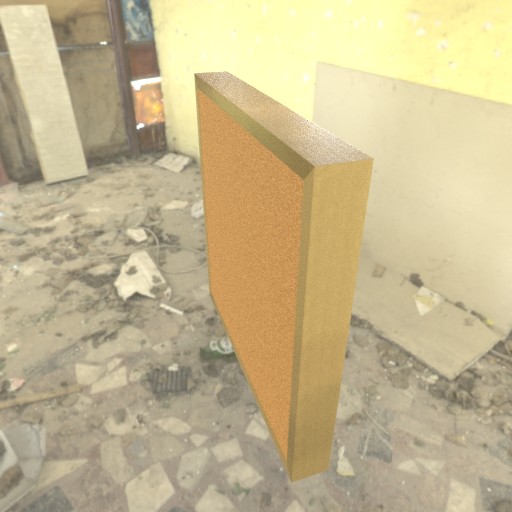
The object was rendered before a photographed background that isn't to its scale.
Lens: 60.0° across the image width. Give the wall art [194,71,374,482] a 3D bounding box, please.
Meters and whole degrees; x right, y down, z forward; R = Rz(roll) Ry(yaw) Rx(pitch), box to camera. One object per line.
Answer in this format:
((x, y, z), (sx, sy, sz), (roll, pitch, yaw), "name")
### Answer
((0.000, 0.000, 0.454), (0.038, 0.305, 0.304), (-11, 34, -16), "wall art")
